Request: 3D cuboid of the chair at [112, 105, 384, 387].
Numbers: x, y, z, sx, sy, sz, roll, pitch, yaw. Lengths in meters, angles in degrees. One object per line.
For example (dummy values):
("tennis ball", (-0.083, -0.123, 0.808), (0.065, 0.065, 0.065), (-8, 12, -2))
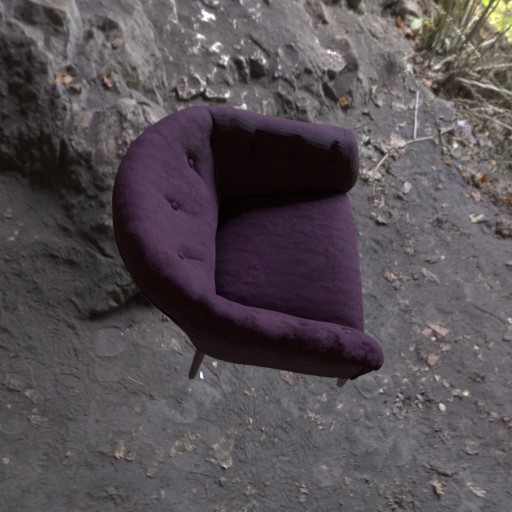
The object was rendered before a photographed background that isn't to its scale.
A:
("chair", (0.000, 0.000, 1.539), (0.776, 0.885, 0.851), (1, 63, 0))
